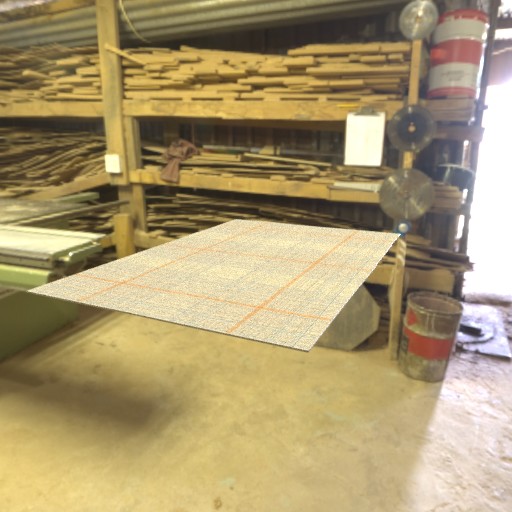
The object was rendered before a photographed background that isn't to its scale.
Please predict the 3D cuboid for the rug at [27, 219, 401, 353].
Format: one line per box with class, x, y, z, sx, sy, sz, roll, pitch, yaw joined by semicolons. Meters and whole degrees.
rug;0.000;0.000;2.368;1.232;0.015;1.825;7;17;25
